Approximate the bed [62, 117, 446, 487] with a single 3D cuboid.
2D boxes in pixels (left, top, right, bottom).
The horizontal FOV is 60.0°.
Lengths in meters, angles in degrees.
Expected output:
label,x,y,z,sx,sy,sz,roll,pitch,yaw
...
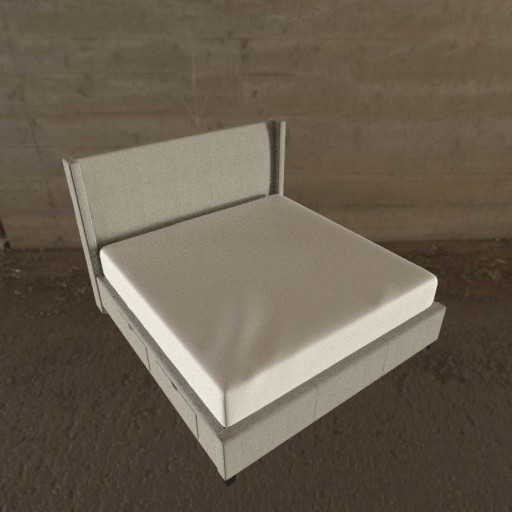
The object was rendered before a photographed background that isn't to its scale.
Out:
label,x,y,z,sx,sy,sz,roll,pitch,yaw
bed,0.000,0.000,3.636,2.140,1.470,2.280,-21,37,-30
